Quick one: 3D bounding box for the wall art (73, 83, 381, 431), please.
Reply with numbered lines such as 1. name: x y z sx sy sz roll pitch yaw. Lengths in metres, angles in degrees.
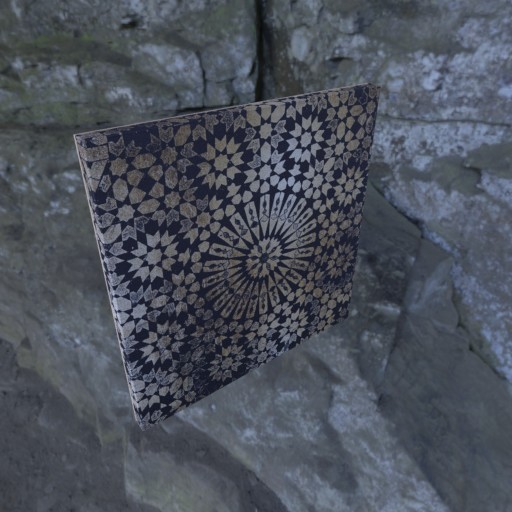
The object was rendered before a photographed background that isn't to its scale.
1. wall art: 0.000 0.000 0.924 0.612 0.612 0.038 -22 38 -31
